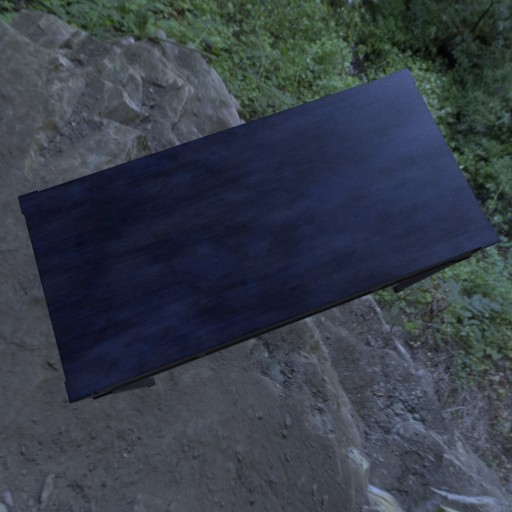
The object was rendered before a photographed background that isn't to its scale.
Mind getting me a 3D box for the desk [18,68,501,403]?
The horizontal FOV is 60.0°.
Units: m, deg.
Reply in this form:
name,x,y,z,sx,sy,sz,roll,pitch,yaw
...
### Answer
name,x,y,z,sx,sy,sz,roll,pitch,yaw
desk,0.000,0.000,1.723,1.289,0.861,0.630,-20,76,-5
